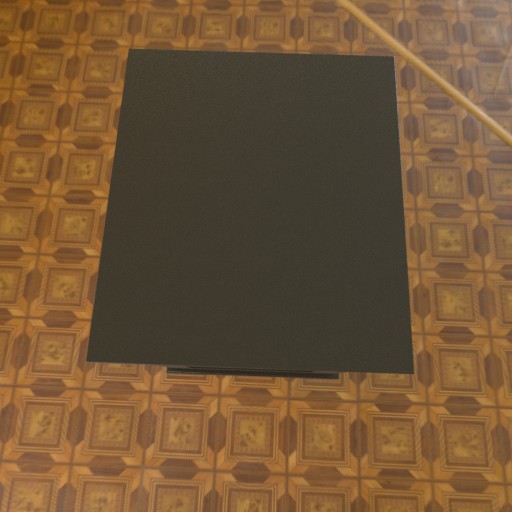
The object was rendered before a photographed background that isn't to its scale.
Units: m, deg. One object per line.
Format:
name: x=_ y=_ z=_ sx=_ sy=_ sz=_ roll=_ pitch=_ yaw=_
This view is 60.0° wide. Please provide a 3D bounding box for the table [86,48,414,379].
table: x=0.000 y=0.000 z=0.892 sx=0.399 sy=0.610 sz=0.460 roll=2 pitch=74 yaw=1
